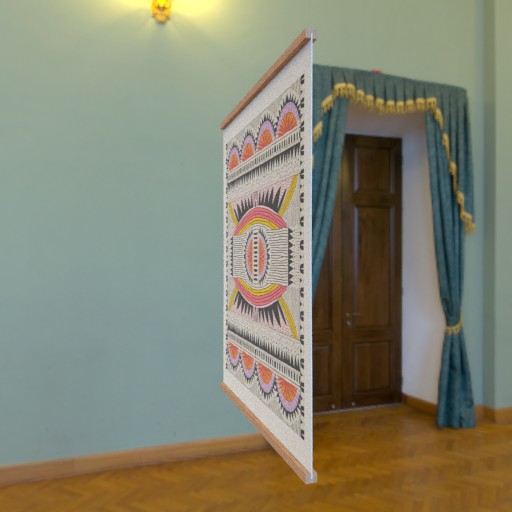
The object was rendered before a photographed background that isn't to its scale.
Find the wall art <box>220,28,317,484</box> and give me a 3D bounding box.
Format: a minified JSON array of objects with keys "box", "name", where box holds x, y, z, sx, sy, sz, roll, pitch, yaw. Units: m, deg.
[{"box":[0.000,0.000,1.350,0.028,1.016,0.765,0,0,-19],"name":"wall art"}]
